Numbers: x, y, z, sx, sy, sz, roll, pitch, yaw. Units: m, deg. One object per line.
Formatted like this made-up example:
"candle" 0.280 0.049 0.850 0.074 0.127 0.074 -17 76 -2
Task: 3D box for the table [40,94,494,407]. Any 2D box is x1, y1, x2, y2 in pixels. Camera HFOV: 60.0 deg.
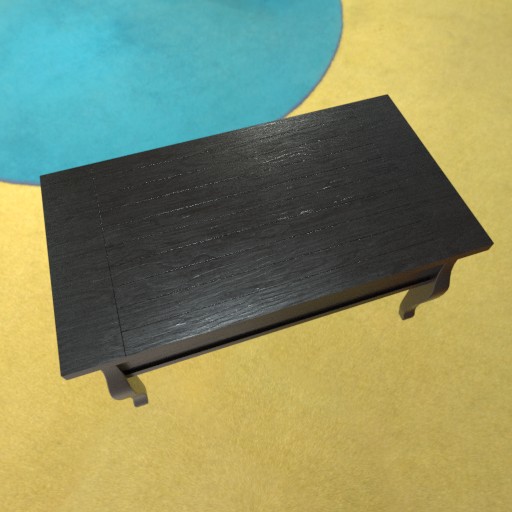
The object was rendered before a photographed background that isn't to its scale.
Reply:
"table" 0.000 0.000 1.376 1.062 0.494 0.600 -16 61 -9
